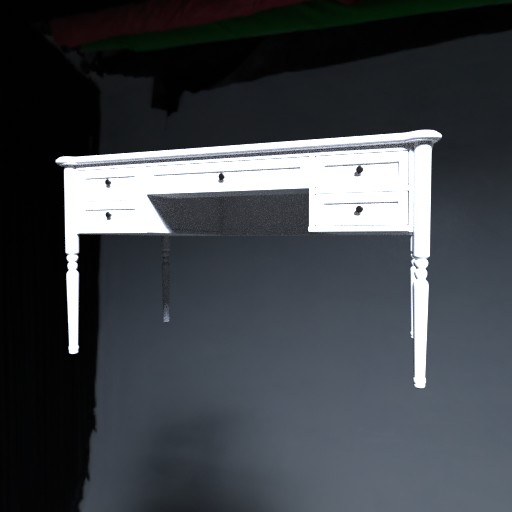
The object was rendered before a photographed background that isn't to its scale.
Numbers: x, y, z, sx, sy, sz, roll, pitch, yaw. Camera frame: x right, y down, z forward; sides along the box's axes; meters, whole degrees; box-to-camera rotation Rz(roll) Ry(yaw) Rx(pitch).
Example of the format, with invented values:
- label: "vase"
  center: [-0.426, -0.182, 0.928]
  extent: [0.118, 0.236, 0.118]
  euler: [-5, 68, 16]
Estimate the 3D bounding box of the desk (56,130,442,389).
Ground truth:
- label: "desk"
  center: [0.000, 0.000, 1.861]
  extent: [1.380, 0.762, 0.807]
  euler: [1, 2, 19]
